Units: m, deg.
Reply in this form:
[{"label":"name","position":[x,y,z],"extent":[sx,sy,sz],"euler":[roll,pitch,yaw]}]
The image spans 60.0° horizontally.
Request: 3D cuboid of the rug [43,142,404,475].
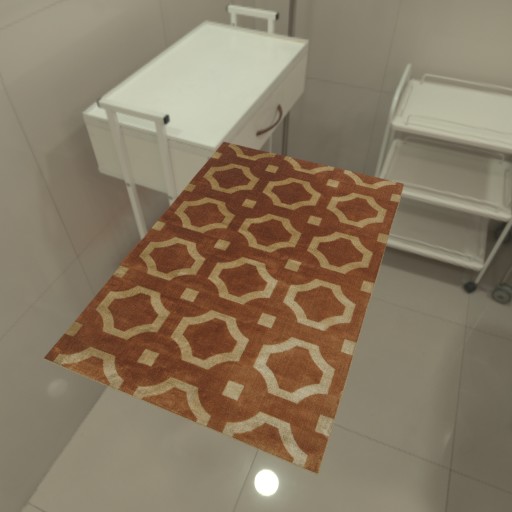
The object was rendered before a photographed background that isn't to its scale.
[{"label":"rug","position":[0.000,0.000,2.920],"extent":[1.555,0.016,2.286],"euler":[17,49,15]}]
